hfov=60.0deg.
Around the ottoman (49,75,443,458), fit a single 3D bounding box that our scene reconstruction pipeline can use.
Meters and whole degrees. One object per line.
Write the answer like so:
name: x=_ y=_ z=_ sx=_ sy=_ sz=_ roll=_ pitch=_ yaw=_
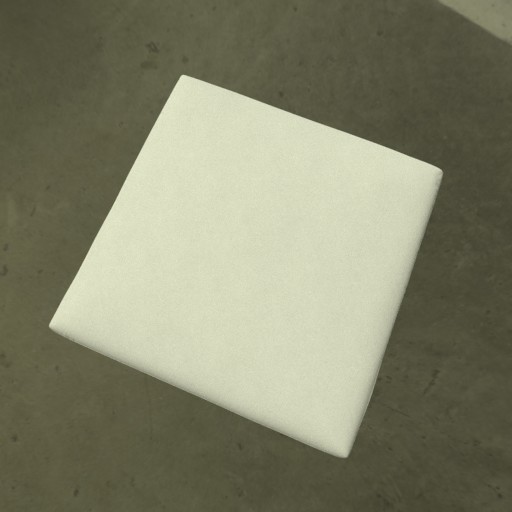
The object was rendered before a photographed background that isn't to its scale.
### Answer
ottoman: x=0.000 y=0.000 z=1.805 sx=1.167 sy=0.482 sz=1.163 roll=22 pitch=76 yaw=6
